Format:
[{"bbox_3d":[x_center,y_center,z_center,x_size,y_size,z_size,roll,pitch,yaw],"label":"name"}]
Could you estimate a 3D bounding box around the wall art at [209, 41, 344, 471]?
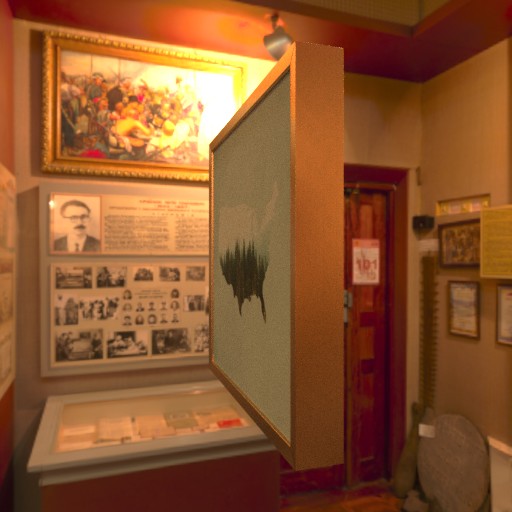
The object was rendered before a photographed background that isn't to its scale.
[{"bbox_3d":[0.000,0.000,0.464,0.038,0.304,0.304,0,0,-18],"label":"wall art"}]
